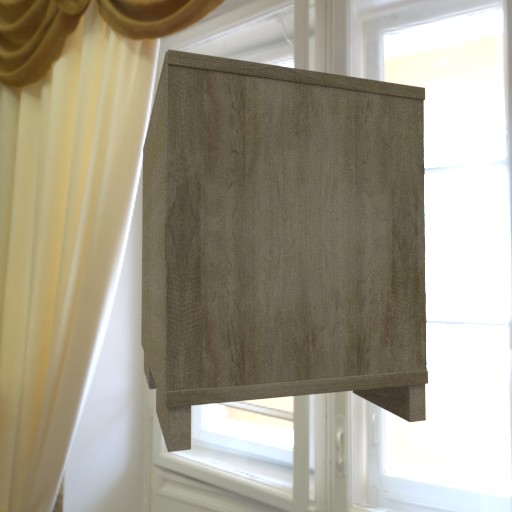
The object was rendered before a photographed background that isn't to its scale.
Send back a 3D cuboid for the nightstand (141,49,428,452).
[{"bbox_3d":[0.000,0.000,0.744,0.347,0.448,0.427,1,-2,-18],"label":"nightstand"}]
